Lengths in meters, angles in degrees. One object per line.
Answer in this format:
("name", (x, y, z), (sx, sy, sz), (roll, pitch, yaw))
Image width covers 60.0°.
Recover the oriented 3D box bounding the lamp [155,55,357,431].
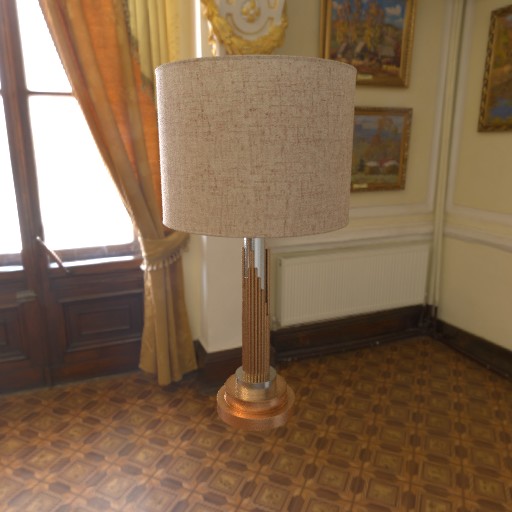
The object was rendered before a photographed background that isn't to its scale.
("lamp", (0.000, 0.000, 0.795), (0.321, 0.610, 0.321), (-2, 14, -9))
